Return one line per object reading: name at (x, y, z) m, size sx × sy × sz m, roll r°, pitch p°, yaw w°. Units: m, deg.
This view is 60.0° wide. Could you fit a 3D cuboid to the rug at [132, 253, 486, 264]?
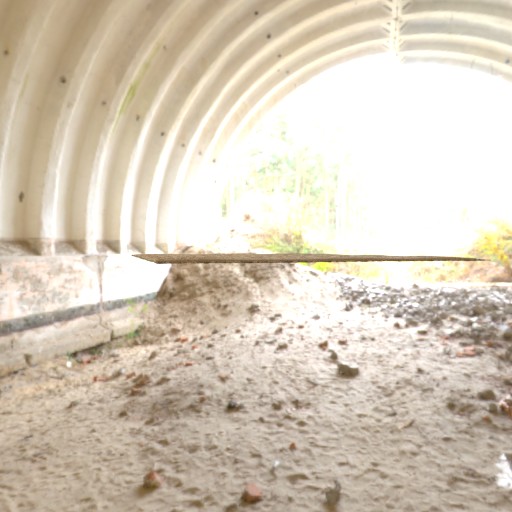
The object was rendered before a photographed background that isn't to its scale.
rug at (0.000, 0.000, 2.978) m, size 1.529 × 0.027 × 2.434 m, roll 0°, pitch 1°, yaw -18°
